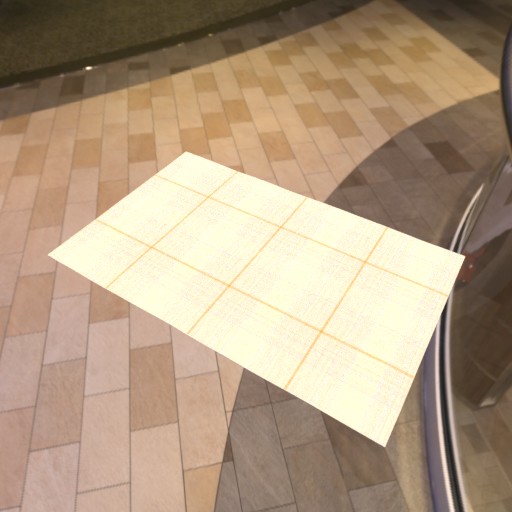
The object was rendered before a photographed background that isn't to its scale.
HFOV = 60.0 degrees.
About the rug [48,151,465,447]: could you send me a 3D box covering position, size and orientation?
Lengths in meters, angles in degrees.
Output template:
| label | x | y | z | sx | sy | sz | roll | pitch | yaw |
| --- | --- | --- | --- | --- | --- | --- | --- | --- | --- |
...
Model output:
| label | x | y | z | sx | sy | sz | roll | pitch | yaw |
| --- | --- | --- | --- | --- | --- | --- | --- | --- | --- |
| rug | 0.000 | 0.000 | 3.053 | 2.442 | 0.016 | 1.527 | 24 | 51 | 22 |
